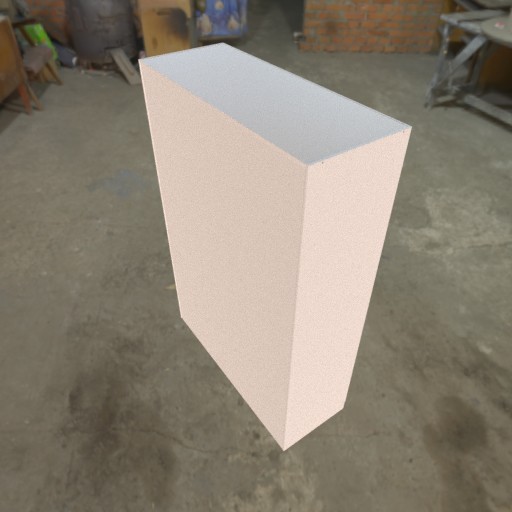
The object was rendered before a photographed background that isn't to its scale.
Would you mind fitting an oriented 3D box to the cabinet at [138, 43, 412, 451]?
[{"bbox_3d":[0.000,0.000,2.526,0.510,1.910,1.290,-25,47,-26],"label":"cabinet"}]
